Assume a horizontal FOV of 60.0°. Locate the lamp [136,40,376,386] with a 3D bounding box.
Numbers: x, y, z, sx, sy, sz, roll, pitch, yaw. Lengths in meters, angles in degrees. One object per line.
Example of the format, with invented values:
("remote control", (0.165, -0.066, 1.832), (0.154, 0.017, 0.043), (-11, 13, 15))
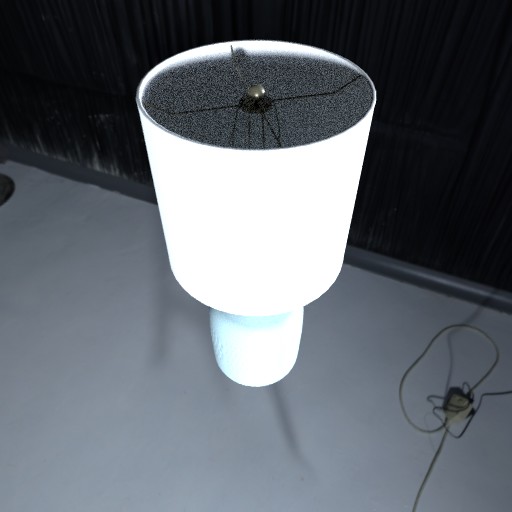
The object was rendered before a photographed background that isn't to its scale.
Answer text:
("lamp", (0.000, 0.000, 1.097), (0.418, 0.871, 0.418), (17, 49, 16))
